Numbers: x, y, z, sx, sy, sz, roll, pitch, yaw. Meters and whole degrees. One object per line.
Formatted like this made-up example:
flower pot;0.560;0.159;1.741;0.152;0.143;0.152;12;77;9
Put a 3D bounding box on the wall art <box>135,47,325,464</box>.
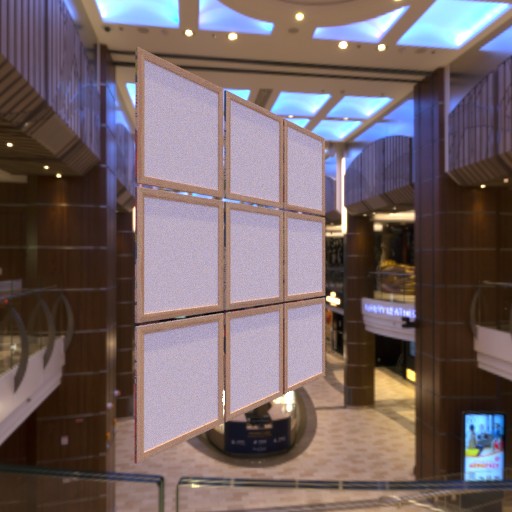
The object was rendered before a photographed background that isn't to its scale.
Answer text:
wall art;0.000;0.000;2.250;0.013;1.534;1.519;0;-1;36
